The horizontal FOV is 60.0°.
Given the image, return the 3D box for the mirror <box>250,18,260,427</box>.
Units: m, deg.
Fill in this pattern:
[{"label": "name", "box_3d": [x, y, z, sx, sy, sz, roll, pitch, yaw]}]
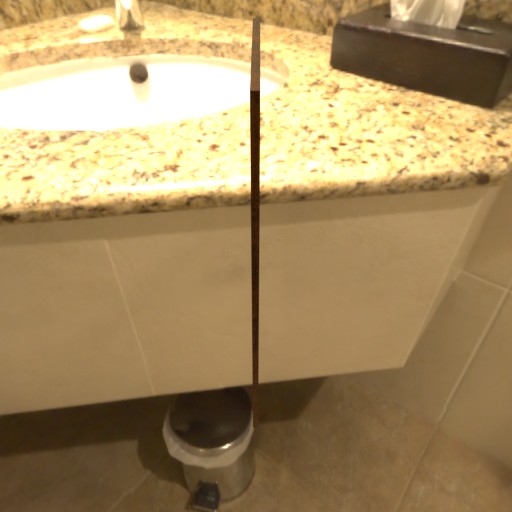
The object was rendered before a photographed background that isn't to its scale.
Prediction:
[{"label": "mirror", "box_3d": [0.000, 0.000, 2.288, 0.032, 2.031, 0.812, 0, 42, 0]}]
